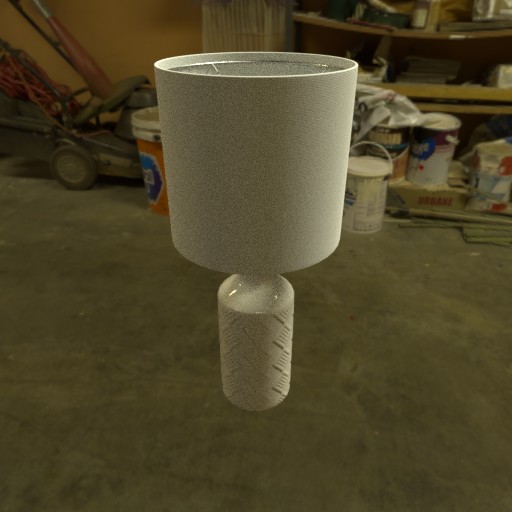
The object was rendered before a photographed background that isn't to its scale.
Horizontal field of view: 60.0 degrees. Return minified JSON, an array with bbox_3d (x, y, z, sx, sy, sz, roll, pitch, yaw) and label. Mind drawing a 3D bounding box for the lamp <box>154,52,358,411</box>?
[{"bbox_3d":[0.000,0.000,0.571,0.207,0.461,0.207,-18,34,-28],"label":"lamp"}]
